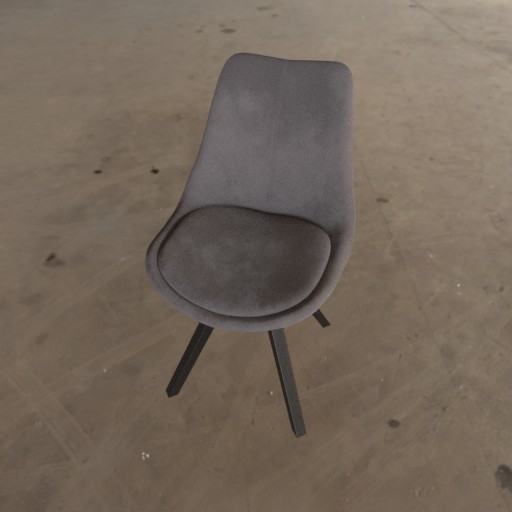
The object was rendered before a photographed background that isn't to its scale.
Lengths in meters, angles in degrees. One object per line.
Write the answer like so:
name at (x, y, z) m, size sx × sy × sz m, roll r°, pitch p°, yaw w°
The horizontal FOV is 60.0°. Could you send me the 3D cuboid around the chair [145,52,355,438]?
chair at (0.000, 0.000, 1.161) m, size 0.476 × 0.850 × 0.550 m, roll 12°, pitch 42°, yaw 14°
